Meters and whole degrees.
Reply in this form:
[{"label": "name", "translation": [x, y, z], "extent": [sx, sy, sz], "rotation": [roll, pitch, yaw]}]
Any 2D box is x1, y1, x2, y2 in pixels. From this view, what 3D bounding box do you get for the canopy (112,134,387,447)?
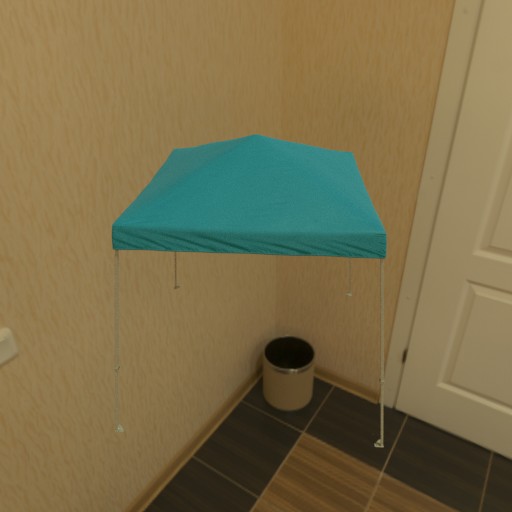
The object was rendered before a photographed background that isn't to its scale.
[{"label": "canopy", "translation": [0.000, 0.000, 6.598], "extent": [3.600, 3.600, 3.599], "rotation": [2, 29, 3]}]
